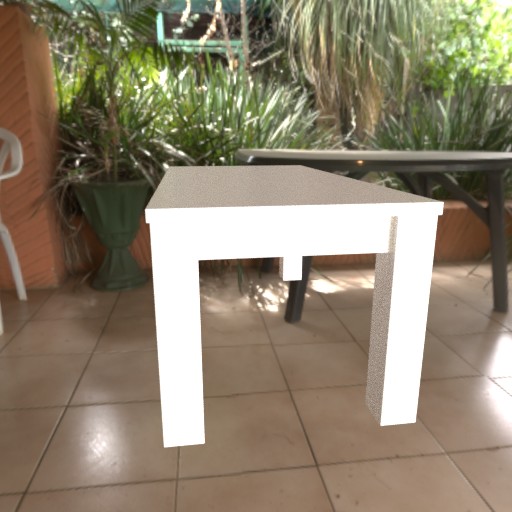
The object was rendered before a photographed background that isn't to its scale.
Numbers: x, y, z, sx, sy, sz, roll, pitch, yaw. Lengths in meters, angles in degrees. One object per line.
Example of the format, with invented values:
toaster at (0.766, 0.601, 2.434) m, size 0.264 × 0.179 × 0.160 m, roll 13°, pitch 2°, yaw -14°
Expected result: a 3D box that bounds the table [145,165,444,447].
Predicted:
table at (0.000, 0.000, 2.263) m, size 0.900 × 0.790 × 1.800 m, roll -2°, pitch 15°, yaw -8°
